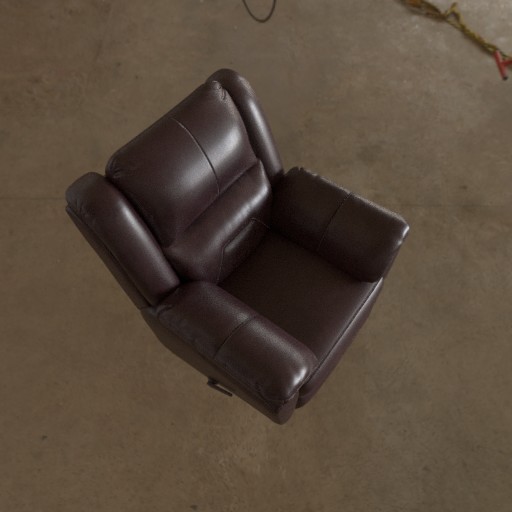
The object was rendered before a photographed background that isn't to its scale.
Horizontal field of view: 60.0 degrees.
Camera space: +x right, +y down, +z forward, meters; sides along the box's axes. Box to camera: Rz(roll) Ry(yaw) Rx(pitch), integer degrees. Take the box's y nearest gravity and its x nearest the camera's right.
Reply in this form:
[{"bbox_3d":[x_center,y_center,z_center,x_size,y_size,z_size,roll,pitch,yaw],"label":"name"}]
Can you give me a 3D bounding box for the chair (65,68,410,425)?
[{"bbox_3d":[0.000,0.000,1.922,1.041,1.093,0.990,33,64,19],"label":"chair"}]
